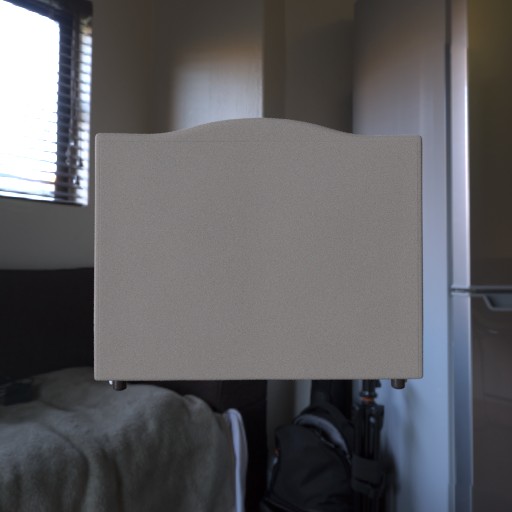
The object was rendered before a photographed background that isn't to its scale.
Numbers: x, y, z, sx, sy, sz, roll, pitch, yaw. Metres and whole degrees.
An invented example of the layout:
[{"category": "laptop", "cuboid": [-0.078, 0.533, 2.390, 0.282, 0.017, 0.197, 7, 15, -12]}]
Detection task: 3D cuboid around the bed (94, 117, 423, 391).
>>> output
[{"category": "bed", "cuboid": [0.000, 0.000, 3.252, 1.678, 1.398, 2.052, 0, -1, -1]}]
